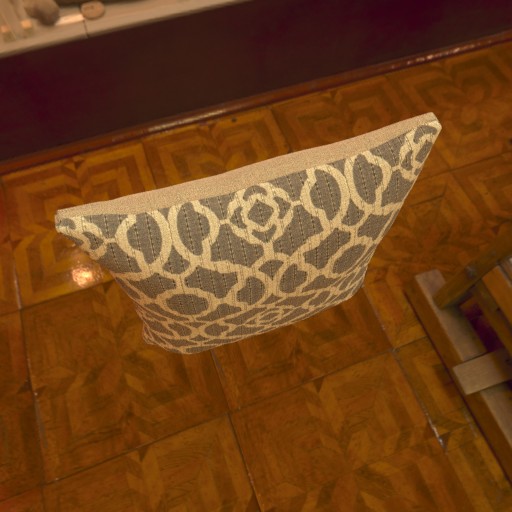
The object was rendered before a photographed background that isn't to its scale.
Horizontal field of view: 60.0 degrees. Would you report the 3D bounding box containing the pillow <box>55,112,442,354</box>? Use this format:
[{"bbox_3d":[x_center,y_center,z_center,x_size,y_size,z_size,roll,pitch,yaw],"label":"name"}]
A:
[{"bbox_3d":[0.000,0.000,0.768,0.508,0.498,0.215,-16,65,-8],"label":"pillow"}]
